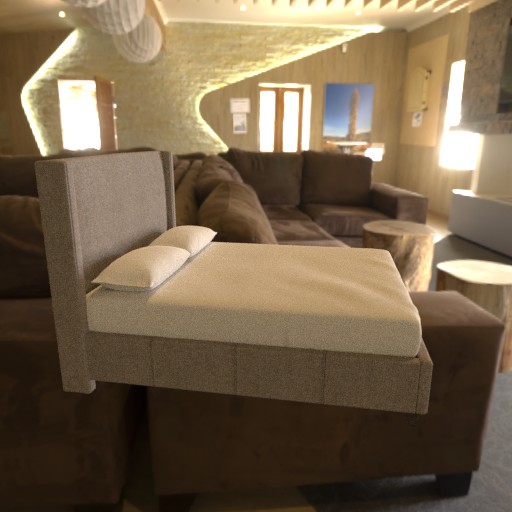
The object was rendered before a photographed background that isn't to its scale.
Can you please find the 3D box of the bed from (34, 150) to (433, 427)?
[{"bbox_3d":[0.000,0.000,3.302,2.245,1.476,1.714,3,15,10],"label":"bed"}]
